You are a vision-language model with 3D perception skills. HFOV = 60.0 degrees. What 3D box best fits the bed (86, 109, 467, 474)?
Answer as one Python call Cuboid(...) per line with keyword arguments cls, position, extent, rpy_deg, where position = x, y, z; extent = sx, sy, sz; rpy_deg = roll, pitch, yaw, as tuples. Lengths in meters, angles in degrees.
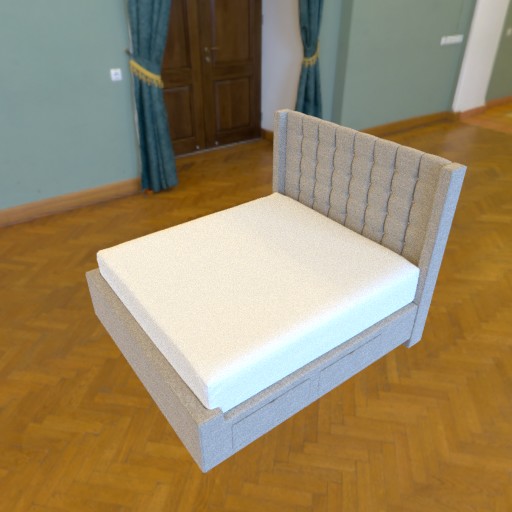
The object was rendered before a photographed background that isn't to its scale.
Cuboid(cls="bed", position=(0.000, 0.000, 3.809), extent=(2.372, 1.748, 2.044), rpy_deg=(-22, 38, -30))
